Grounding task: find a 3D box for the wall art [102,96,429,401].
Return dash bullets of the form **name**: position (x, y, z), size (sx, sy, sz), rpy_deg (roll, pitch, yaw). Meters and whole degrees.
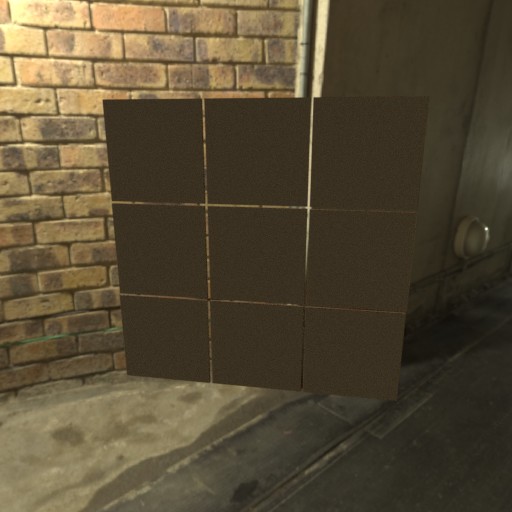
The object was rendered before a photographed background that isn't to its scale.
- **wall art**: position (0.000, 0.000, 1.364), size (0.919, 0.917, 0.010), rpy_deg (3, 17, 9)
